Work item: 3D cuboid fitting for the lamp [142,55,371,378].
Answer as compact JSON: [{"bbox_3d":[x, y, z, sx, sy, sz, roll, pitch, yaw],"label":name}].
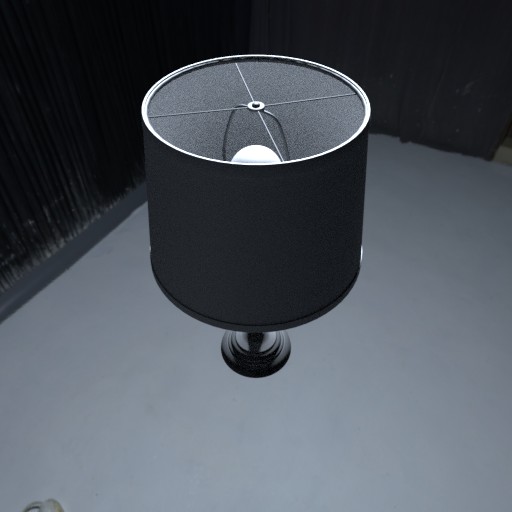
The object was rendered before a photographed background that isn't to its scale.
[{"bbox_3d":[0.000,0.000,0.676,0.310,0.501,0.310,0,46,0],"label":"lamp"}]
